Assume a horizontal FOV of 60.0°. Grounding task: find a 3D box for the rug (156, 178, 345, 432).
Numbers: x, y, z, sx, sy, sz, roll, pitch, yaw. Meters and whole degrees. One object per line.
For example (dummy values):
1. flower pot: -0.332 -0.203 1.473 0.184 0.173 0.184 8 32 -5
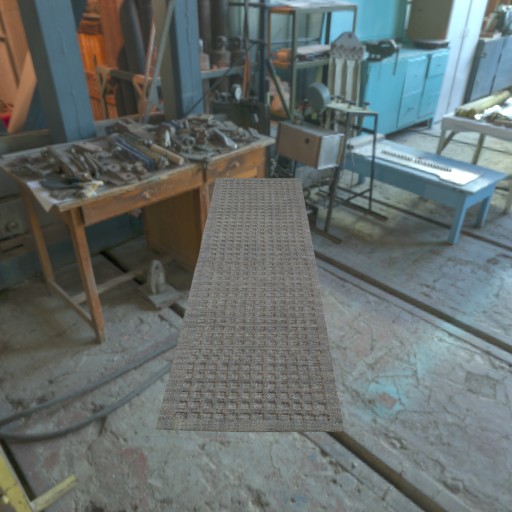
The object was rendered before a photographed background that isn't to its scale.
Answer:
1. rug: 0.000 0.000 2.675 0.706 0.009 2.443 1 32 1
